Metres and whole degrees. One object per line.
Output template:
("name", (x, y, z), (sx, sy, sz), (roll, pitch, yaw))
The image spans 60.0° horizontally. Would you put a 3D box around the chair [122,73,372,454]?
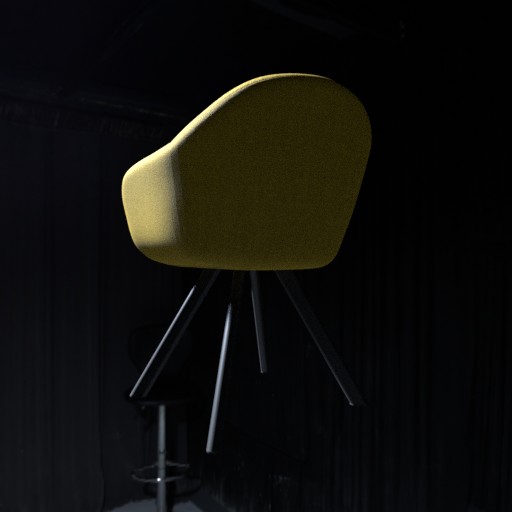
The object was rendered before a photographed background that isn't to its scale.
("chair", (0.000, 0.000, 1.180), (0.590, 0.795, 0.550), (0, 1, -36))
